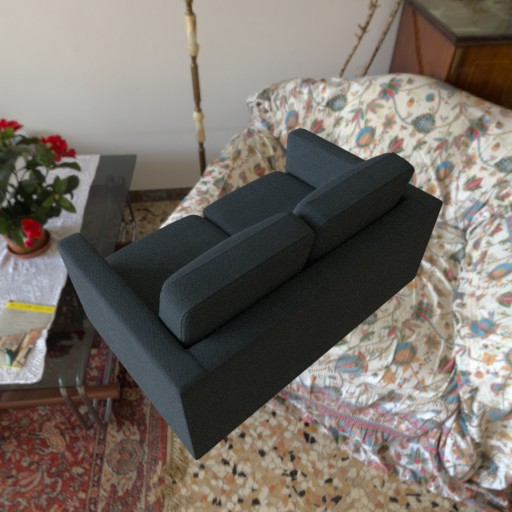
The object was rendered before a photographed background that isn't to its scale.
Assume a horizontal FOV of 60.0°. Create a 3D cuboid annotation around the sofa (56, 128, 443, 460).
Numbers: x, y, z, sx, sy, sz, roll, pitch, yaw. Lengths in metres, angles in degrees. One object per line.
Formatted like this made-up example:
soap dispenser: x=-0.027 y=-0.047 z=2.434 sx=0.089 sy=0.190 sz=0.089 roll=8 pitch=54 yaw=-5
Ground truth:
sofa: x=0.000 y=0.000 z=2.192 sx=1.518 sy=0.930 sz=0.999 roll=-32 pitch=53 yaw=-28
